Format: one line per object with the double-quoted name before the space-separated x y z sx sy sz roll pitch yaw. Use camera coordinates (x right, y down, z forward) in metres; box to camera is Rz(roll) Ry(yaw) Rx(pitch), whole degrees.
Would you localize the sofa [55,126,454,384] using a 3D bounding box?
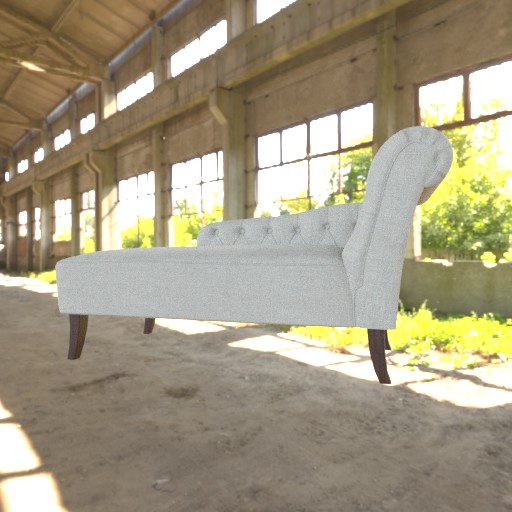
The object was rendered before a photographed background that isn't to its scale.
"sofa" 0.000 0.000 1.771 1.379 0.787 0.675 0 1 17
